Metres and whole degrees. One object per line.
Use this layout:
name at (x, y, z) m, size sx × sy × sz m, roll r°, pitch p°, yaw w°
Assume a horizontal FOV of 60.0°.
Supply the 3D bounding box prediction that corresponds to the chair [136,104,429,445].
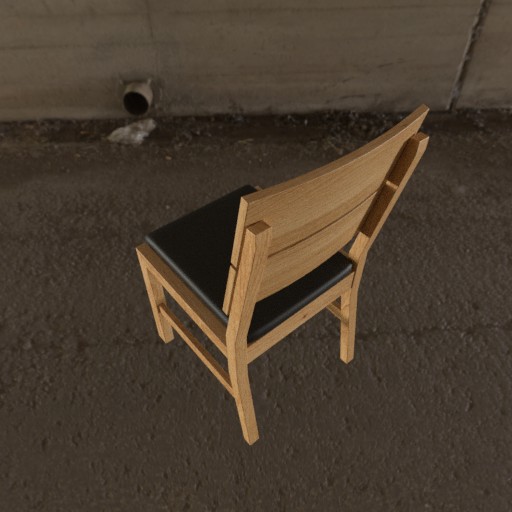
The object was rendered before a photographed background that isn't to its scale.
chair at (0.000, 0.000, 1.264) m, size 0.475 × 0.950 × 0.569 m, roll -31°, pitch 53°, yaw -27°
